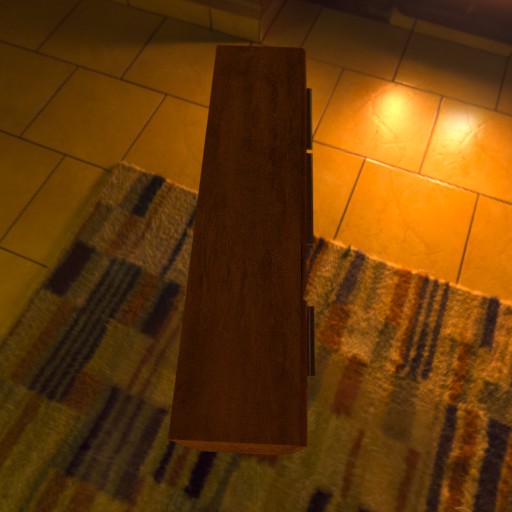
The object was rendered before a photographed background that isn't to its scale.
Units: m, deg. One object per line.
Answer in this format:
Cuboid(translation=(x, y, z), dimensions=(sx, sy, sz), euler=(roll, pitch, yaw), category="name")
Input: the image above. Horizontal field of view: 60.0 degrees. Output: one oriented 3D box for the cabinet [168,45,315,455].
Cuboid(translation=(0.000, 0.000, 1.993), dimensions=(0.420, 0.900, 1.600), euler=(2, 64, 1), category="cabinet")
